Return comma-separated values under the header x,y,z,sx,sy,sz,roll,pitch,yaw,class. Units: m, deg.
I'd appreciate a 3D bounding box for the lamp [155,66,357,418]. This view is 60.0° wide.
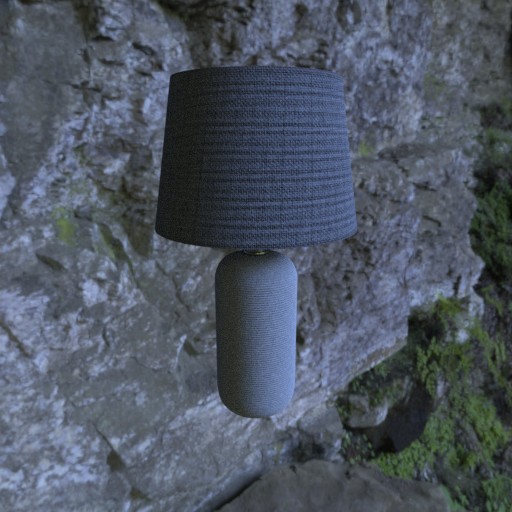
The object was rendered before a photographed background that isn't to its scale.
x,y,z,sx,sy,sz,roll,pitch,yaw,class
0.000,0.000,0.574,0.251,0.429,0.251,0,15,0,lamp
